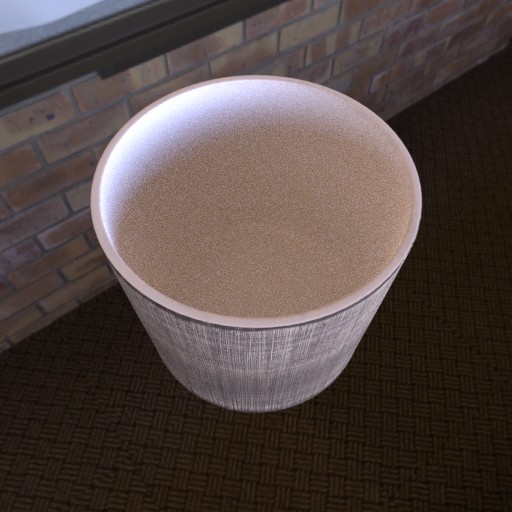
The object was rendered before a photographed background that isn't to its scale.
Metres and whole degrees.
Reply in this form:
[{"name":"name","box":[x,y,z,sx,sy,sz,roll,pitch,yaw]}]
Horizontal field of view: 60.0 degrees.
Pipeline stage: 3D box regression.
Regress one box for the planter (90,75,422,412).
[{"name":"planter","box":[0.000,0.000,0.385,0.221,0.201,0.221,0,58,0]}]
